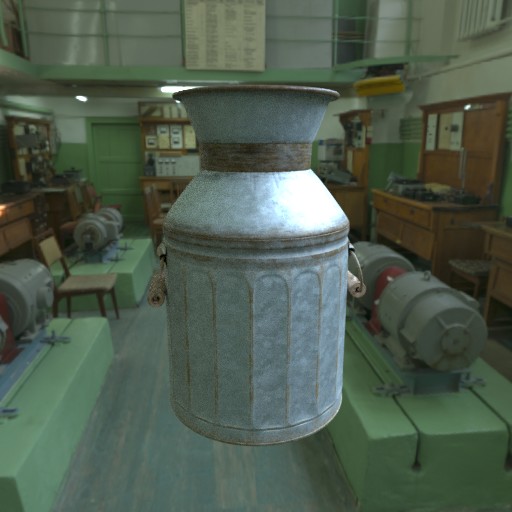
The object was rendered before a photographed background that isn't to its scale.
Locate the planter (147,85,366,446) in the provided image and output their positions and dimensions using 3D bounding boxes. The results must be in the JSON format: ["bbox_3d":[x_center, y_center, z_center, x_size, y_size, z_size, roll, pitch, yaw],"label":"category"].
[{"bbox_3d":[0.000,0.000,0.520,0.248,0.358,0.215,-2,15,-7],"label":"planter"}]
